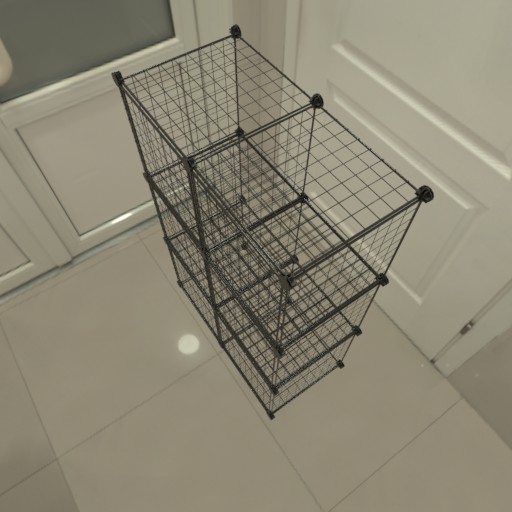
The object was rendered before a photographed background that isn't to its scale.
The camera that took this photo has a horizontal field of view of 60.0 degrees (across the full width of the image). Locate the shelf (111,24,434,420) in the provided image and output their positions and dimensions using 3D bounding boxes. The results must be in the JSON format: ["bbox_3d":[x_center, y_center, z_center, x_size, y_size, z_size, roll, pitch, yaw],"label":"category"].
[{"bbox_3d":[0.000,0.000,1.410,0.356,1.067,0.711,-31,63,-18],"label":"shelf"}]
